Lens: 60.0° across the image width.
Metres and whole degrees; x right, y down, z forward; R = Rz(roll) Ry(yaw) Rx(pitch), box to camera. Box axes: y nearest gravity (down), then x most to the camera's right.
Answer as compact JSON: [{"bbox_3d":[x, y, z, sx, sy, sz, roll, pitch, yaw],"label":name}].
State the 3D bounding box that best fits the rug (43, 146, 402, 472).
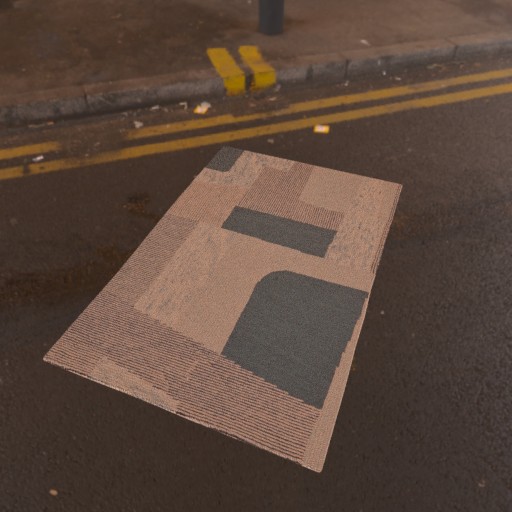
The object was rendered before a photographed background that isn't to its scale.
[{"bbox_3d":[0.000,0.000,2.338,1.238,0.020,1.847,16,47,15],"label":"rug"}]
